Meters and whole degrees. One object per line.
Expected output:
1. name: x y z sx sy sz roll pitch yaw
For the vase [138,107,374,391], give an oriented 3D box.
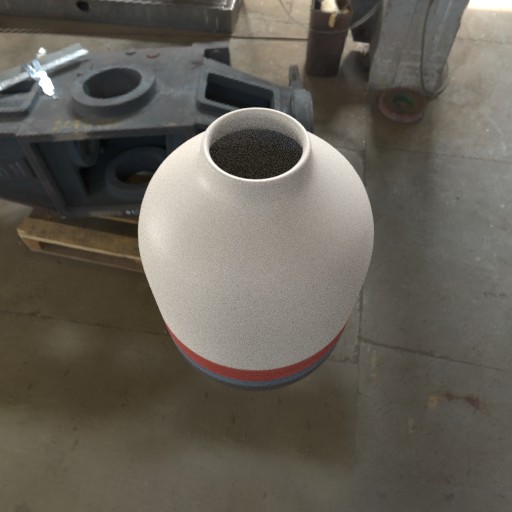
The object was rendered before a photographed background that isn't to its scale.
1. vase: 0.000 0.000 0.353 0.169 0.237 0.169 0 57 0
